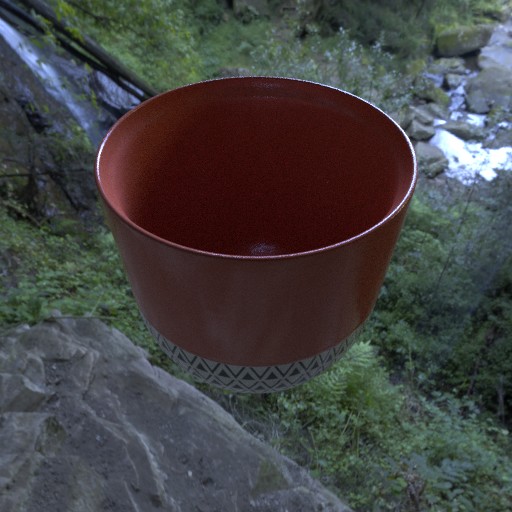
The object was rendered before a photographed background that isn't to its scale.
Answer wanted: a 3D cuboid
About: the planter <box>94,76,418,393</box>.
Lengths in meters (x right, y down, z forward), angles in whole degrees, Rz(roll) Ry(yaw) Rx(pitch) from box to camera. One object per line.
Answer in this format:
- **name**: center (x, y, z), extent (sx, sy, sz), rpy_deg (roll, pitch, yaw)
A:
- **planter**: center (0.000, 0.000, 0.470), extent (0.266, 0.270, 0.266), rpy_deg (0, 46, 0)
